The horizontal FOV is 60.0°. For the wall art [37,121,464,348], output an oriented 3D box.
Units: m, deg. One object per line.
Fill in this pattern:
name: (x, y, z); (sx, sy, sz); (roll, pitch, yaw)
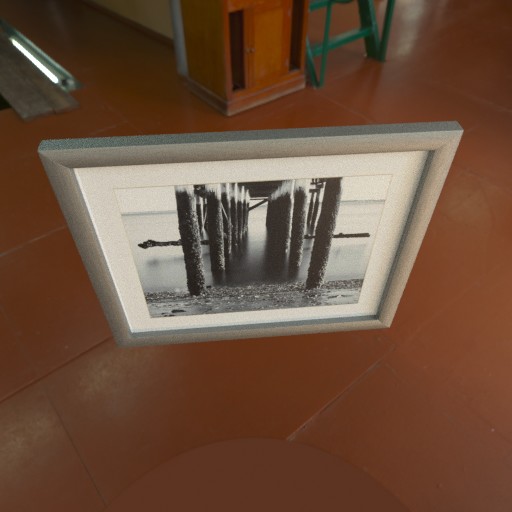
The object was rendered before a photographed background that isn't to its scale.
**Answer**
wall art: (0.000, 0.000, 0.747); (0.556, 0.457, 0.028); (-4, 46, -4)
